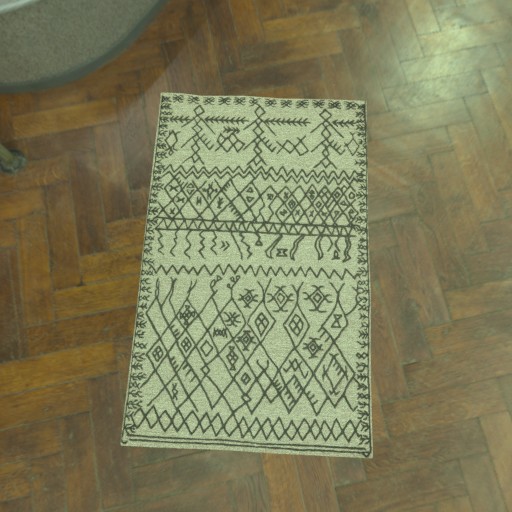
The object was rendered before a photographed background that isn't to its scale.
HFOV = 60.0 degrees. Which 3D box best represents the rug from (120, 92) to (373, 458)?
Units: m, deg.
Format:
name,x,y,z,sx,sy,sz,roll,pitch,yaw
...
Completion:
name,x,y,z,sx,sy,sz,roll,pitch,yaw
rug,0.000,0.000,4.665,2.393,0.019,3.824,3,75,1
